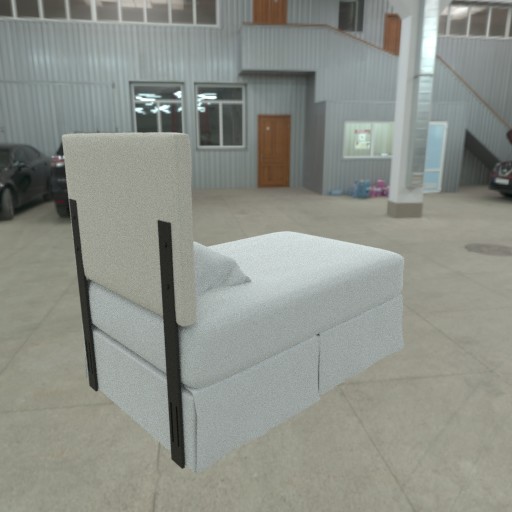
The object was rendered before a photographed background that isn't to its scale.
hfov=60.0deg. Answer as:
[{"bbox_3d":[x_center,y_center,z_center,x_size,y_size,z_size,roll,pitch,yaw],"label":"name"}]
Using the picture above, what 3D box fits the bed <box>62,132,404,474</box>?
[{"bbox_3d":[0.000,0.000,2.959,1.997,1.571,1.261,-14,20,-42],"label":"bed"}]
